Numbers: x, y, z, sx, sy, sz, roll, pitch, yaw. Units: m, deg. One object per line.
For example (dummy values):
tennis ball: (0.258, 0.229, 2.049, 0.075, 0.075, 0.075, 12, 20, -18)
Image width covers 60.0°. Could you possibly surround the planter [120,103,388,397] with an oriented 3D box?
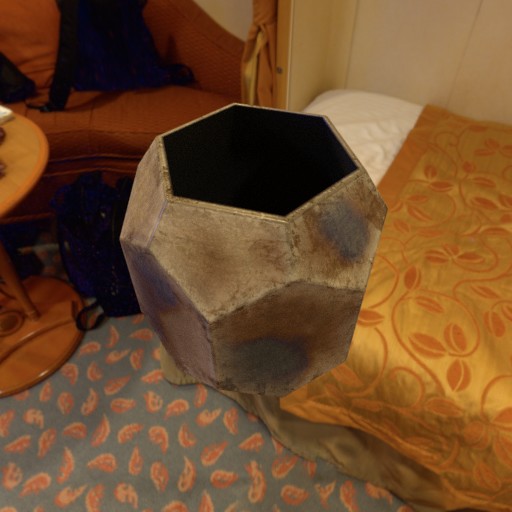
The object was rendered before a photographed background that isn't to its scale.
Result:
planter: (0.000, 0.000, 0.440, 0.243, 0.238, 0.221, -10, 46, -10)
